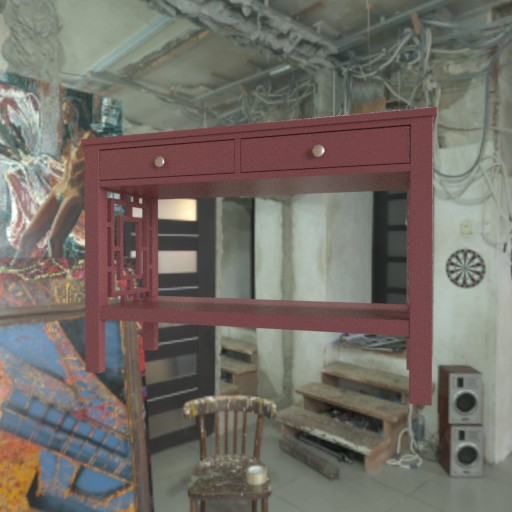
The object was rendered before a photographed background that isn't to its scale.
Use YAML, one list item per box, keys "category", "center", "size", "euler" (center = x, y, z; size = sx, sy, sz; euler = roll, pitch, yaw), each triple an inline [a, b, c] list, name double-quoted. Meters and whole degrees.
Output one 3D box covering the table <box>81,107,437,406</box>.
- category: "table"
  center: [0.000, 0.000, 1.449]
  size: [1.068, 0.753, 0.397]
  euler: [0, 1, 18]
